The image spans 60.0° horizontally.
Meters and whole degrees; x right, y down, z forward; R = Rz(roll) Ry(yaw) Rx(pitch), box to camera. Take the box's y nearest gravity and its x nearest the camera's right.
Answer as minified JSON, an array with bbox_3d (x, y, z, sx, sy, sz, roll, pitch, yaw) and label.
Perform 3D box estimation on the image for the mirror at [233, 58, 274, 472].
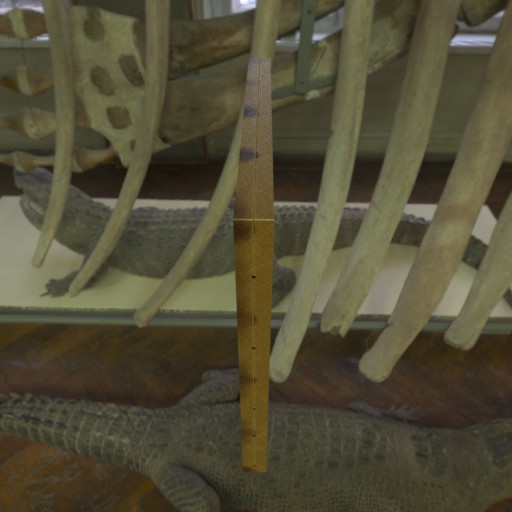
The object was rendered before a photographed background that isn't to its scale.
[{"bbox_3d":[0.000,0.000,0.766,0.042,0.507,0.509,1,40,1],"label":"mirror"}]
